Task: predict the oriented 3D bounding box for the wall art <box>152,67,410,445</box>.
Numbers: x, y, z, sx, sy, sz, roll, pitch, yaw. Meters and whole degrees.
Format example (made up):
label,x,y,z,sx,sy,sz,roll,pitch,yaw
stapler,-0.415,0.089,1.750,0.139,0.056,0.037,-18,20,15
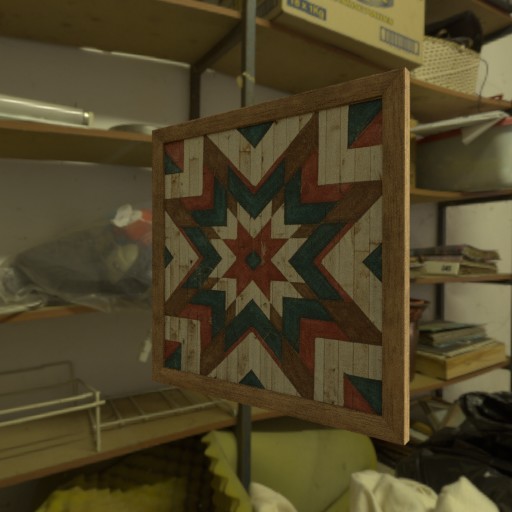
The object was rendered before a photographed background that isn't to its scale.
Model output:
label,x,y,z,sx,sy,sz,roll,pitch,yaw
wall art,0.000,0.000,1.026,0.695,0.691,0.029,0,0,37
